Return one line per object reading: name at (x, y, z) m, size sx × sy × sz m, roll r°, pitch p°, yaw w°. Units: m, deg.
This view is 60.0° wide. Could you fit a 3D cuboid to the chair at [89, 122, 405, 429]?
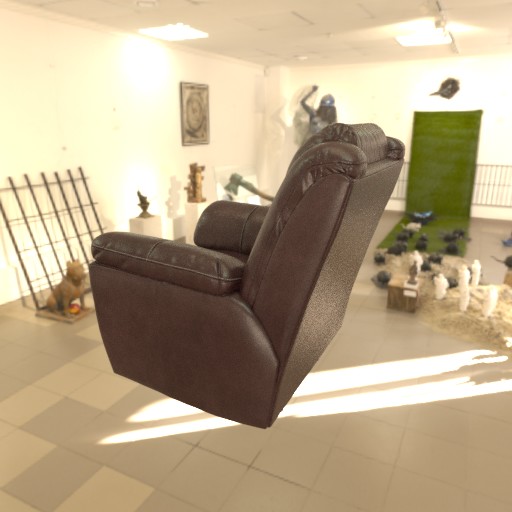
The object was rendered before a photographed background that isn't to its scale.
chair at (0.000, 0.000, 1.901) m, size 1.041 × 1.093 × 0.990 m, roll 8°, pitch 18°, yaw 25°
